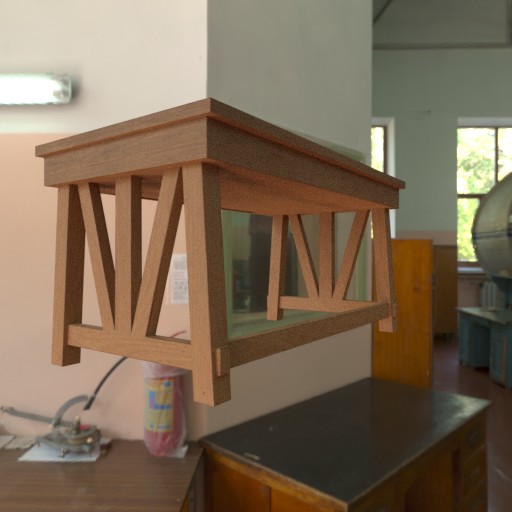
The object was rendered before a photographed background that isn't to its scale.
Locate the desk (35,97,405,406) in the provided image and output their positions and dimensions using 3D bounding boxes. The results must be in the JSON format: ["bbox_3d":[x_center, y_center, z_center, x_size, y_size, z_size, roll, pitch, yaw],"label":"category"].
[{"bbox_3d":[0.000,0.000,1.910,0.813,0.762,1.499,0,0,36],"label":"desk"}]
